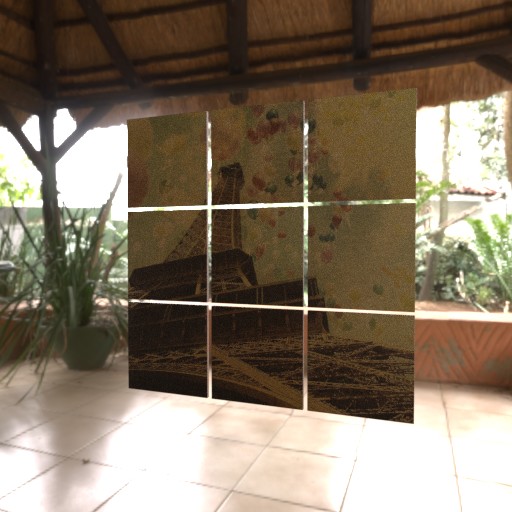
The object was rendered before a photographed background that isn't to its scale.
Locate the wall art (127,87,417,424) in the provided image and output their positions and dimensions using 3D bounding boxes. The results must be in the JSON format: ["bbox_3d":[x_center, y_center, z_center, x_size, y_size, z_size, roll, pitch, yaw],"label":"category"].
[{"bbox_3d":[0.000,0.000,1.855,1.256,1.246,0.017,0,1,19],"label":"wall art"}]
